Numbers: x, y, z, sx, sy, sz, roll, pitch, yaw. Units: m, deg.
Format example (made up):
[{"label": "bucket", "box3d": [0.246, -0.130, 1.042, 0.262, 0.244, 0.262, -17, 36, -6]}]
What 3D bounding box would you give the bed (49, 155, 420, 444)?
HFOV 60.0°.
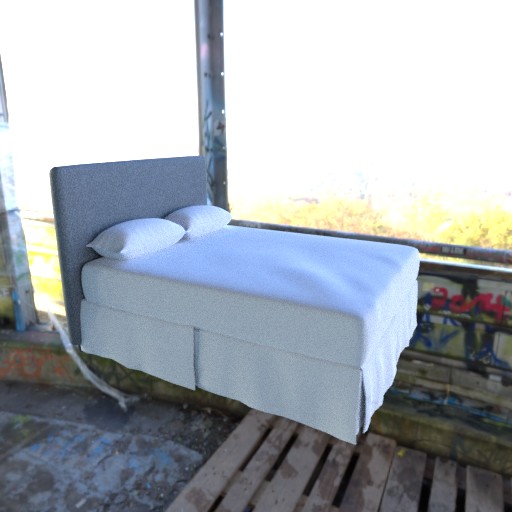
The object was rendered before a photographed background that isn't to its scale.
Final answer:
[{"label": "bed", "box3d": [0.000, 0.000, 3.231, 2.142, 1.330, 1.723, 8, 18, 27]}]
